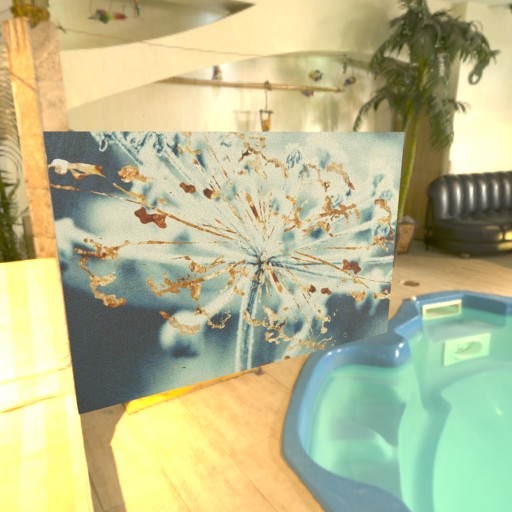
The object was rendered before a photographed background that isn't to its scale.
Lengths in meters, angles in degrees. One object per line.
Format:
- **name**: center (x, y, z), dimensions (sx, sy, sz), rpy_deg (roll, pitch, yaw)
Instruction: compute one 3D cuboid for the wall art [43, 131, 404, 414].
- **wall art**: center (0.000, 0.000, 1.126), dimensions (0.912, 0.608, 0.038), rpy_deg (-8, 17, -27)
